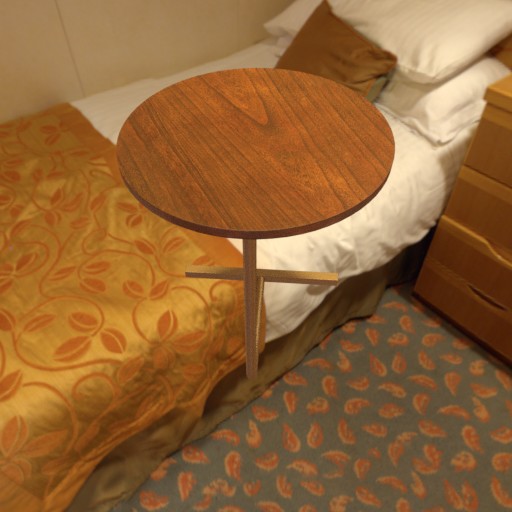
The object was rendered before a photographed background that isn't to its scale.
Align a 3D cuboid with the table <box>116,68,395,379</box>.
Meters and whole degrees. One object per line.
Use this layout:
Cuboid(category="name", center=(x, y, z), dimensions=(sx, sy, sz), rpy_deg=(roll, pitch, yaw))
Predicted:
Cuboid(category="table", center=(0.000, 0.000, 1.120), dimensions=(0.530, 0.706, 0.577), rpy_deg=(3, 46, 3))
